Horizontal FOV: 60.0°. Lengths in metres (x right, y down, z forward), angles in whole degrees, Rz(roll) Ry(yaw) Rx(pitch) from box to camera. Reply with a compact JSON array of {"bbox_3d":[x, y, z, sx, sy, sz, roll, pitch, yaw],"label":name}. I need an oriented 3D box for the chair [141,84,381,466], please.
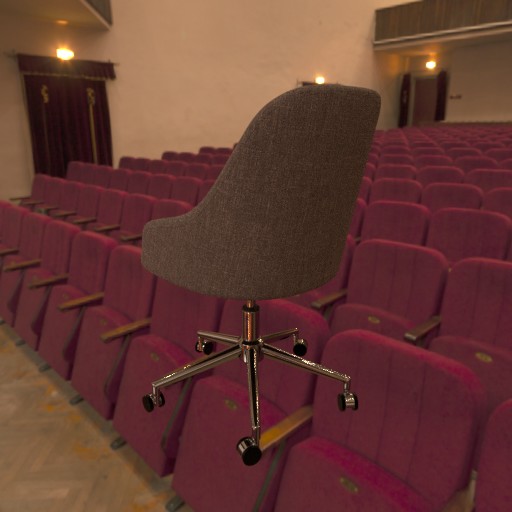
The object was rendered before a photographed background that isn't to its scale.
[{"bbox_3d":[0.000,0.000,1.383,0.671,0.950,0.712,-15,22,-41],"label":"chair"}]
